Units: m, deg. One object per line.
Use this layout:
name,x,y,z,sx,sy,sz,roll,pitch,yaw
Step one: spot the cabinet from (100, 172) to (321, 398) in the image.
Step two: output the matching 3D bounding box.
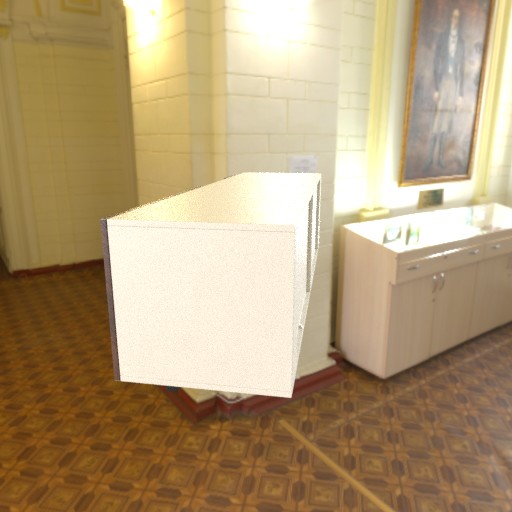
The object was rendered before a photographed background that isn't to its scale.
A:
cabinet,0.000,0.000,1.722,0.431,0.533,1.499,3,15,10
